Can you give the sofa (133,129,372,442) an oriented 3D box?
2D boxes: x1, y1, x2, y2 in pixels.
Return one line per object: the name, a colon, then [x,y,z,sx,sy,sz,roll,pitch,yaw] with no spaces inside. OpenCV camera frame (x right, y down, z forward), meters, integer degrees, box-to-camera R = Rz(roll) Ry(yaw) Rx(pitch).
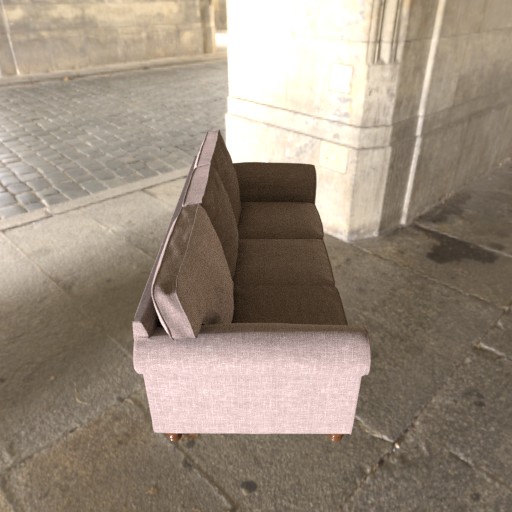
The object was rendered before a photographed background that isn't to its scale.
sofa: [0.000,0.000,2.609,0.916,0.961,2.084,0,31,0]
